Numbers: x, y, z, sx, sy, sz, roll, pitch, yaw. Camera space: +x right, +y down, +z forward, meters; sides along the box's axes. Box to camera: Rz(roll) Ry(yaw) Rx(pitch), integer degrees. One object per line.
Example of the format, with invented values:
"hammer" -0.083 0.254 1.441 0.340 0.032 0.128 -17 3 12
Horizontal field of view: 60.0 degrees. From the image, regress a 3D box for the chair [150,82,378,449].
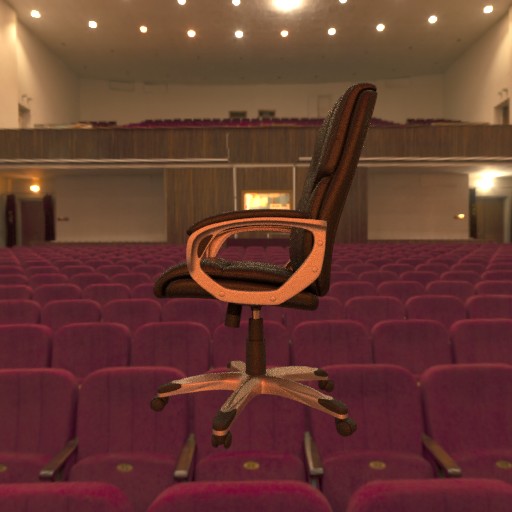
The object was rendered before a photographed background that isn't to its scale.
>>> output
"chair" 0.000 0.000 1.637 0.780 1.145 0.700 0 1 0
